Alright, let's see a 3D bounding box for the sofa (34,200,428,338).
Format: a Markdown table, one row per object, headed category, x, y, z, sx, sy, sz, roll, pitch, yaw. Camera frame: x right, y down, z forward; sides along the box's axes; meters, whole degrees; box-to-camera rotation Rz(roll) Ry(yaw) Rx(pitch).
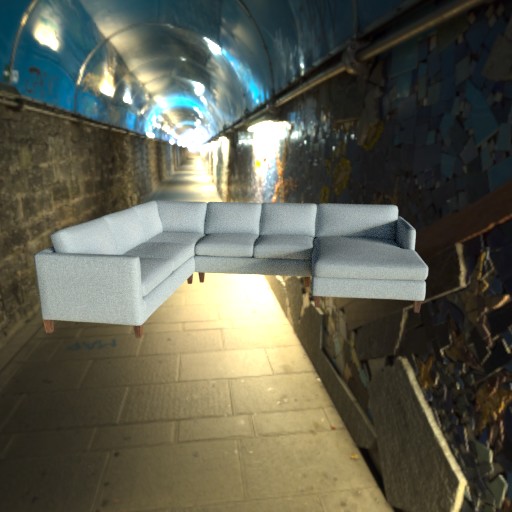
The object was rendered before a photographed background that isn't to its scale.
| category | x | y | z | sx | sy | sz | roll | pitch | yaw |
| --- | --- | --- | --- | --- | --- | --- | --- | --- | --- |
| sofa | 0.000 | 0.000 | 4.678 | 3.403 | 0.889 | 2.551 | 2 | 14 | 8 |
